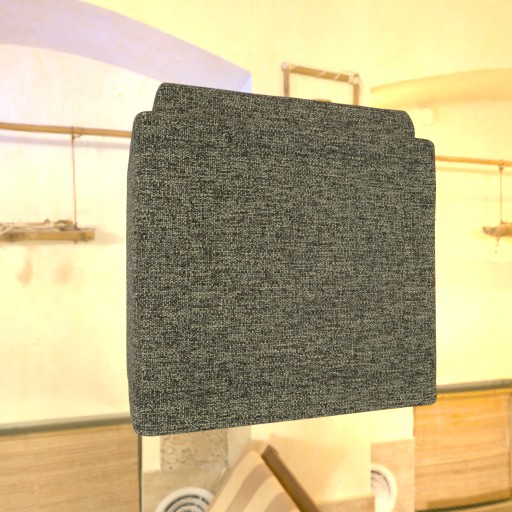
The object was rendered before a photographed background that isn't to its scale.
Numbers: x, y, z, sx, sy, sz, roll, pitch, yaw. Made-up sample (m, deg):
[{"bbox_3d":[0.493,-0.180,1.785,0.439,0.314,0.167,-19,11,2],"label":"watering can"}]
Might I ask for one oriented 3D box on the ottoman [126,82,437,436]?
[{"bbox_3d":[0.000,0.000,0.807,0.450,0.463,0.450,0,-1,-17],"label":"ottoman"}]
